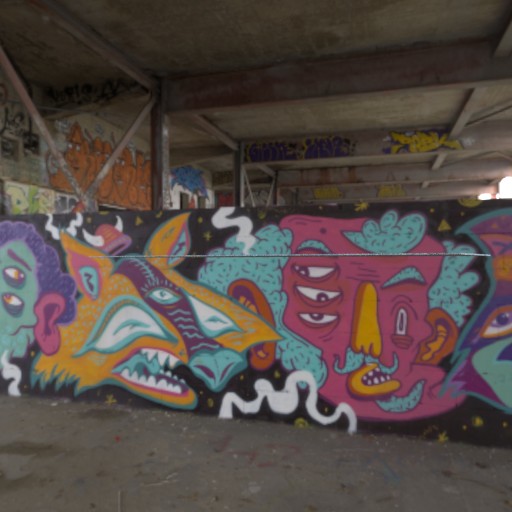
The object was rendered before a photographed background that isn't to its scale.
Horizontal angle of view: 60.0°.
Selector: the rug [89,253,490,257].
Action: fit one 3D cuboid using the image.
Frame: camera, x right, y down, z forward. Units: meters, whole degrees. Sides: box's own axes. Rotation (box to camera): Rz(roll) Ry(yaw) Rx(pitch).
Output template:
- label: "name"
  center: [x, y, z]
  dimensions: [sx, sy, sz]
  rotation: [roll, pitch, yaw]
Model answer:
- label: "rug"
  center: [0.000, 0.000, 2.691]
  dimensions: [2.443, 0.008, 0.688]
  rotation: [0, -1, 36]
